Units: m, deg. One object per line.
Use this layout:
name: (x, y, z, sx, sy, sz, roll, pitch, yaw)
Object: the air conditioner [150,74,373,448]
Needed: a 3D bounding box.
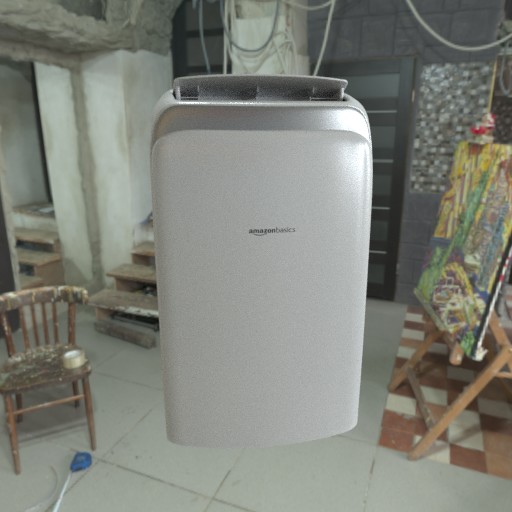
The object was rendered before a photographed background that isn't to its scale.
air conditioner: (0.000, 0.000, 1.069, 0.449, 0.786, 0.414, -2, 16, -7)
